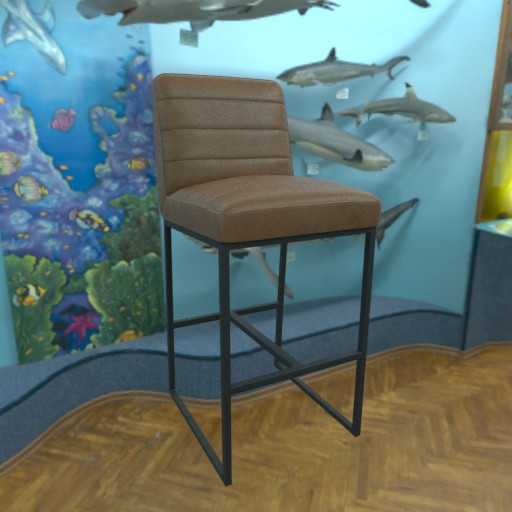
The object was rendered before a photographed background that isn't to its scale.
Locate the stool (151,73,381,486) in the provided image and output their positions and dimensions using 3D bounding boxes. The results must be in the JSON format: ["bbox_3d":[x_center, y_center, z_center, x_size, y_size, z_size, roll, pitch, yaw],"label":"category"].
[{"bbox_3d":[0.000,0.000,1.305,0.458,1.040,0.556,-8,17,-27],"label":"stool"}]
